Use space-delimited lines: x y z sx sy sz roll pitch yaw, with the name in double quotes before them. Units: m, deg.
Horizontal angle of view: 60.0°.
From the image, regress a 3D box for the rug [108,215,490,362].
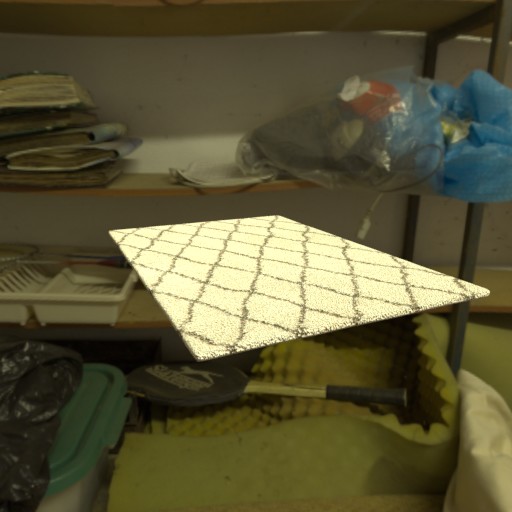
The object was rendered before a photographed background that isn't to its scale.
"rug" 0.000 0.000 2.274 1.219 0.030 1.778 -7 17 -24
